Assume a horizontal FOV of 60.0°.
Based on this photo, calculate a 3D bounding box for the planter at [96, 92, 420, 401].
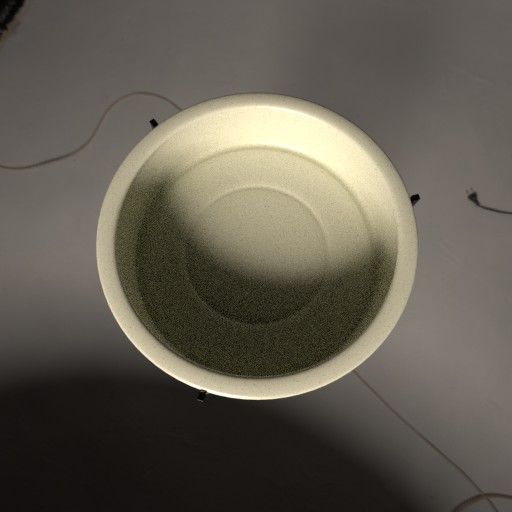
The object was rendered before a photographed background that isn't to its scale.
[{"bbox_3d":[0.000,0.000,0.540,0.336,0.171,0.345,17,75,5],"label":"planter"}]
